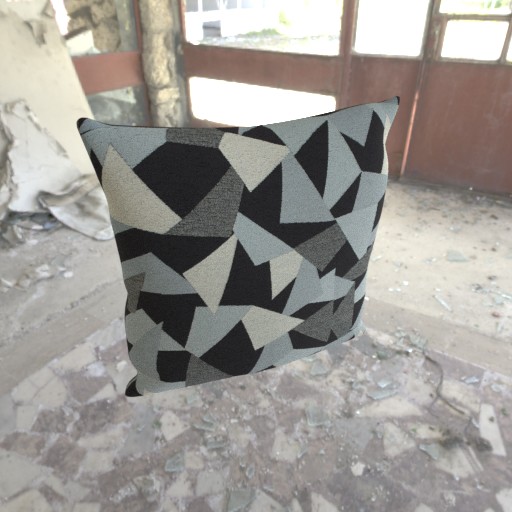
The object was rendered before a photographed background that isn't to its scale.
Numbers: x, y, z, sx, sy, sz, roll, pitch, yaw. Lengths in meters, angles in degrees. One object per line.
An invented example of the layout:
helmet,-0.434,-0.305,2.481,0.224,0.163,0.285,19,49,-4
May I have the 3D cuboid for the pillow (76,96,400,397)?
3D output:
pillow,0.000,0.000,0.749,0.503,0.496,0.208,-11,33,-18
